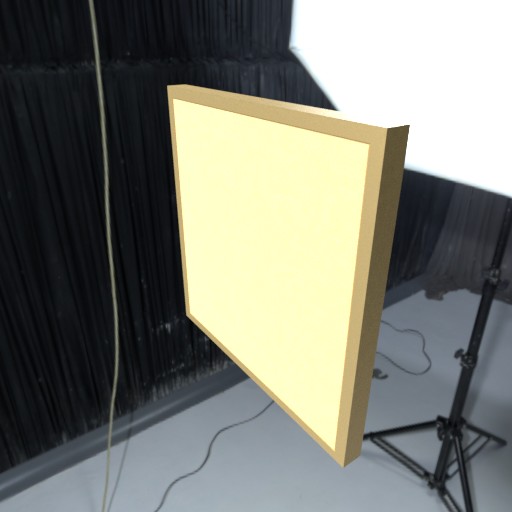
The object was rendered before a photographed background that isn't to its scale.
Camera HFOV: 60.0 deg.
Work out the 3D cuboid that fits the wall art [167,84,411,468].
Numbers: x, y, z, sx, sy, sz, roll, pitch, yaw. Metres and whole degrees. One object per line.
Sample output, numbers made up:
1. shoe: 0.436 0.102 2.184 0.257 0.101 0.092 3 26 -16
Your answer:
1. wall art: 0.000 0.000 1.916 0.095 1.284 1.284 -18 32 -32
